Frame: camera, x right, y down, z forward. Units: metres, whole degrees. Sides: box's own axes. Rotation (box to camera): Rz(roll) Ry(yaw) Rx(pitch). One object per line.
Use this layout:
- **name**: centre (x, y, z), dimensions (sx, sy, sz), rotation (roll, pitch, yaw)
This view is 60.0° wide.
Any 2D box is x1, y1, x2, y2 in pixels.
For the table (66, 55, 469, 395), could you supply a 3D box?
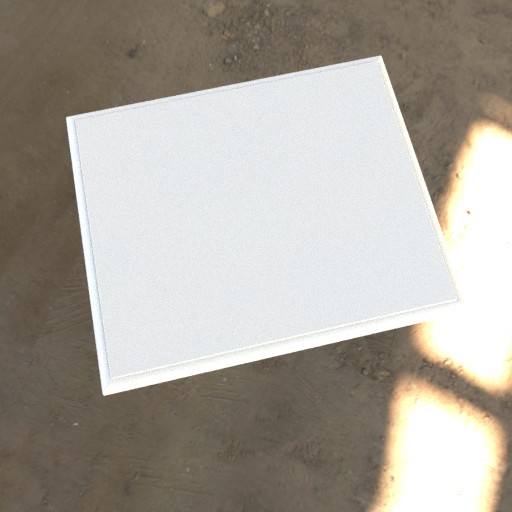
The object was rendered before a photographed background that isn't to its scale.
- **table**: centre (0.000, 0.000, 0.829), dimensions (0.460, 0.531, 0.381), rotation (-12, 76, -3)
